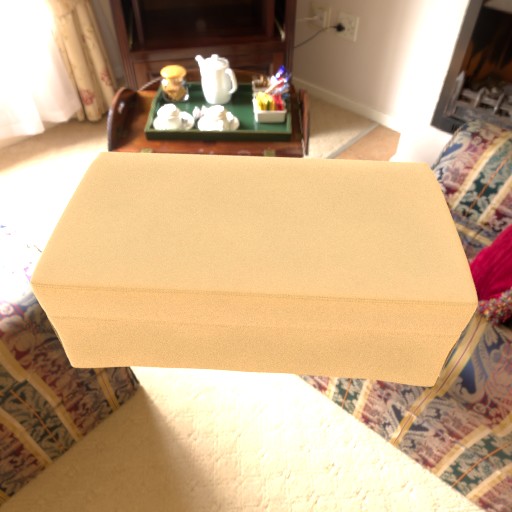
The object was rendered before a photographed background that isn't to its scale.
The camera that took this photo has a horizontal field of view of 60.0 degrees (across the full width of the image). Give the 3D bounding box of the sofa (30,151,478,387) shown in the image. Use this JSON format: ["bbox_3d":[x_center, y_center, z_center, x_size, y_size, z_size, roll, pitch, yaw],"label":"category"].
[{"bbox_3d":[0.000,0.000,2.045,1.677,0.552,0.939,2,47,2],"label":"sofa"}]
